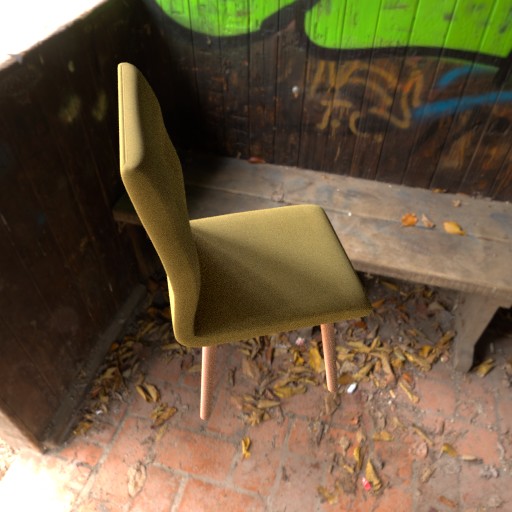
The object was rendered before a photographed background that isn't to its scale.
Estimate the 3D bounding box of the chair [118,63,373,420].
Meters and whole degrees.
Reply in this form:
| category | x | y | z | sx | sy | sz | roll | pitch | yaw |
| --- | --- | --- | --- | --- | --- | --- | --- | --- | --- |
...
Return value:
| category | x | y | z | sx | sy | sz | roll | pitch | yaw |
| --- | --- | --- | --- | --- | --- | --- | --- | --- | --- |
| chair | 0.000 | 0.000 | 1.253 | 0.550 | 0.965 | 0.450 | -9 | 47 | -9 |
